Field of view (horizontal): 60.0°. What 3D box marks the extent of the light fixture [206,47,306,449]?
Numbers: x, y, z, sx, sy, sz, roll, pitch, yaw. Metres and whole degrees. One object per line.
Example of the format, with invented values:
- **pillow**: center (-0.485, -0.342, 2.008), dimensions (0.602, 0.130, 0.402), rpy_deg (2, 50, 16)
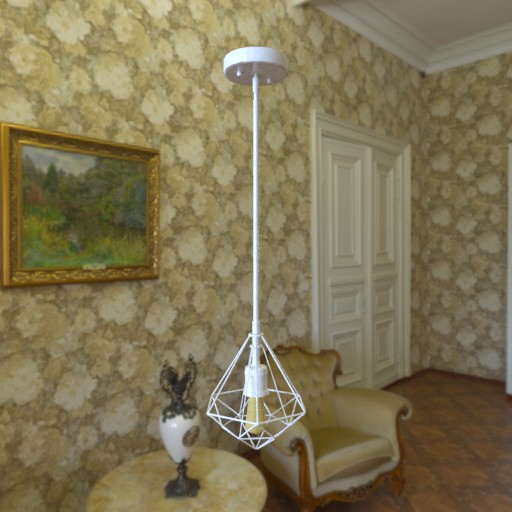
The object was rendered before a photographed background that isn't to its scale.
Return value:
- **light fixture**: center (0.000, 0.000, 2.019), dimensions (0.431, 1.764, 0.487), rpy_deg (0, 0, -1)
